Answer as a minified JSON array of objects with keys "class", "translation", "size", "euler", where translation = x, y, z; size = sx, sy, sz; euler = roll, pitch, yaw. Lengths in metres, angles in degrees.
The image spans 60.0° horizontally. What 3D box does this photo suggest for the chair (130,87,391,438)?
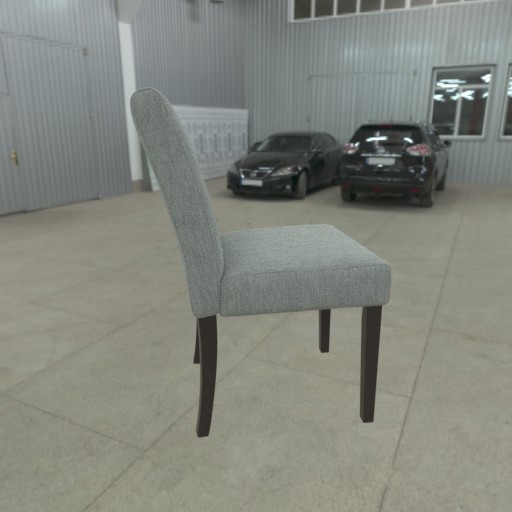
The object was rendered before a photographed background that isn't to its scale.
[{"class":"chair","translation":[0.000,0.000,1.289],"size":[0.629,0.884,0.487],"euler":[-2,17,-8]}]
